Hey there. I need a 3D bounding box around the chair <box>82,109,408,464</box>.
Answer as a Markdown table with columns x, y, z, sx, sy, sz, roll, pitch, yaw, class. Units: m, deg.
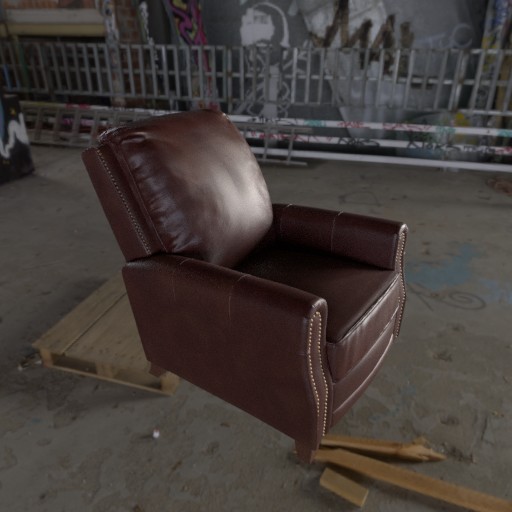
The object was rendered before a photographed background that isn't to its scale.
| x | y | z | sx | sy | sz | roll | pitch | yaw | class |
| --- | --- | --- | --- | --- | --- | --- | --- | --- | --- |
| 0.000 | 0.000 | 1.785 | 1.089 | 1.022 | 0.826 | 19 | 32 | 32 | chair |
